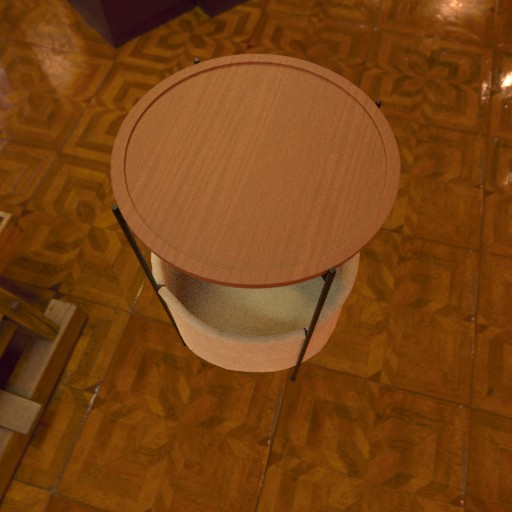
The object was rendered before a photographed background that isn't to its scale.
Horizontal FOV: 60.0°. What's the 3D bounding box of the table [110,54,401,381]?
[{"bbox_3d":[0.000,0.000,0.871,0.393,0.623,0.393,16,64,8],"label":"table"}]
